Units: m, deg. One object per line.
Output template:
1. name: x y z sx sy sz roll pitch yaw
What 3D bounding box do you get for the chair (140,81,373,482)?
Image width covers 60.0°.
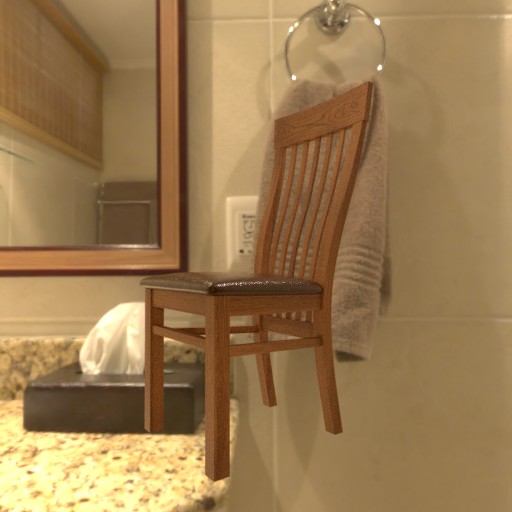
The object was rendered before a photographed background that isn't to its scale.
1. chair: 0.000 0.000 1.352 0.580 1.050 0.450 1 -1 -36
